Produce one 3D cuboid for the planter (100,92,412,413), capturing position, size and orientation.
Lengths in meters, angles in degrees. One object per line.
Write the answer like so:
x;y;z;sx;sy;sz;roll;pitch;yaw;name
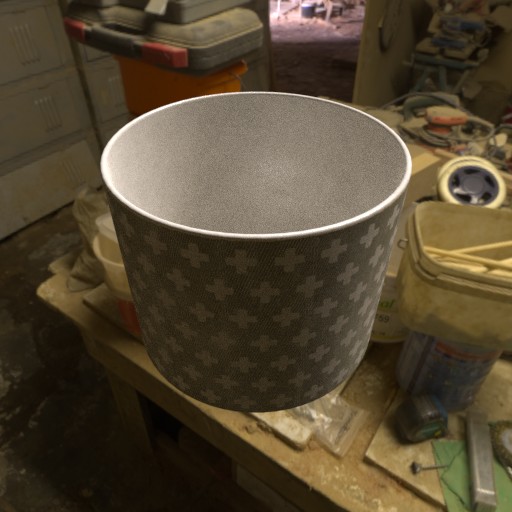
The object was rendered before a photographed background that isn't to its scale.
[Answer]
0.000;0.000;0.337;0.190;0.181;0.190;0;40;0;planter
